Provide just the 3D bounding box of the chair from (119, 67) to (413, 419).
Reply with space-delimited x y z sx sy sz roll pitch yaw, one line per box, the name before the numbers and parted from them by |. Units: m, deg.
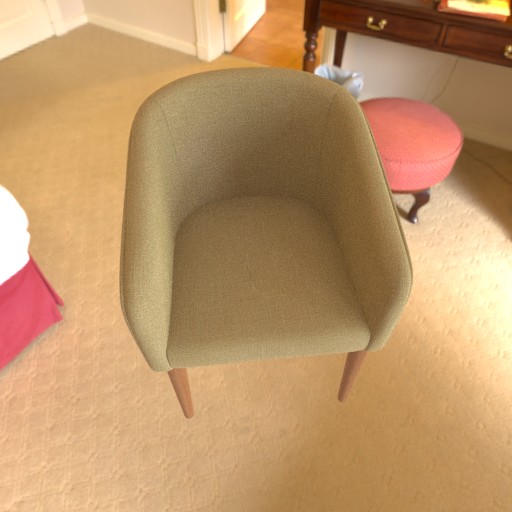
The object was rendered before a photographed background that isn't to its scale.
chair | 0.000 0.000 1.205 0.584 0.775 0.616 -5 48 -4
